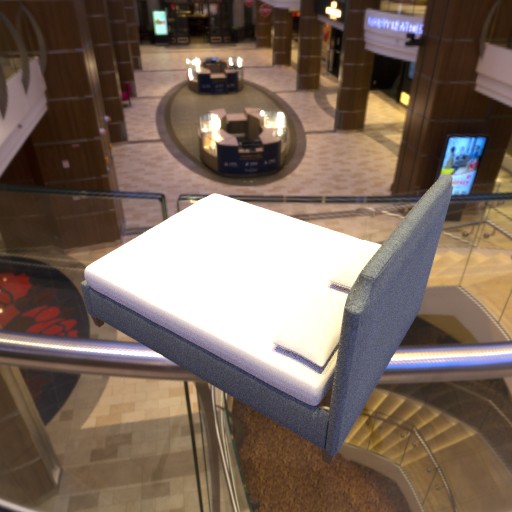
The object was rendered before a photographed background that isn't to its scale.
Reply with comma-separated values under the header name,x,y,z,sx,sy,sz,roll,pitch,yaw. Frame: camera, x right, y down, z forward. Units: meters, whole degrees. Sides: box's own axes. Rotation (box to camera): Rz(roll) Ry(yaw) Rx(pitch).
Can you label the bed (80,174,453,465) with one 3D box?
name,x,y,z,sx,sy,sz,roll,pitch,yaw
bed,0.000,0.000,3.501,2.372,1.443,1.712,21,39,28
